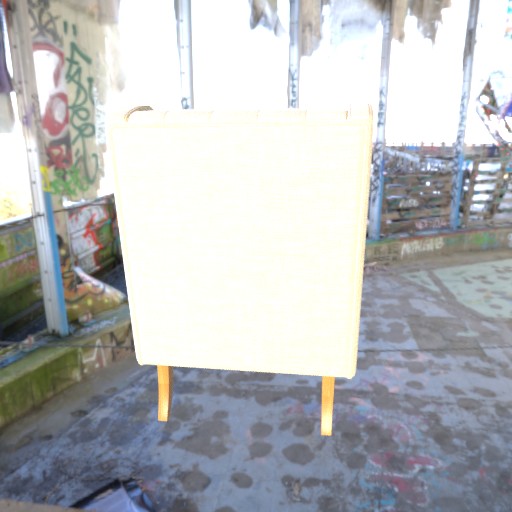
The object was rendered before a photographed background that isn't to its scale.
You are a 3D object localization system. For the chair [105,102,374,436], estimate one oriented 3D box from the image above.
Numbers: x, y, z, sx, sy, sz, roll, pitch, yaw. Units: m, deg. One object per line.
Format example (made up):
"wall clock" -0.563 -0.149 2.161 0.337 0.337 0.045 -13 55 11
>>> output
"chair" 0.000 0.000 1.469 0.710 0.930 0.760 2 15 8
